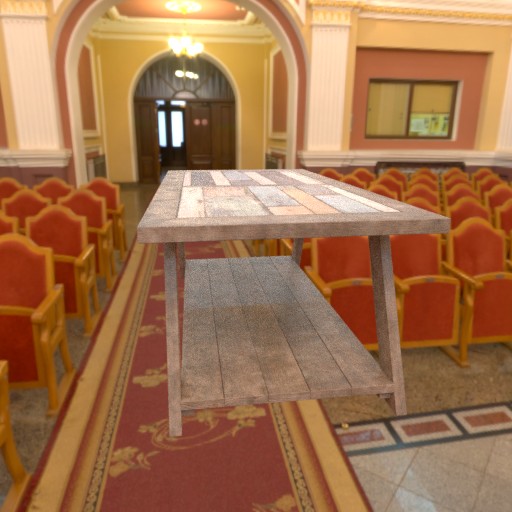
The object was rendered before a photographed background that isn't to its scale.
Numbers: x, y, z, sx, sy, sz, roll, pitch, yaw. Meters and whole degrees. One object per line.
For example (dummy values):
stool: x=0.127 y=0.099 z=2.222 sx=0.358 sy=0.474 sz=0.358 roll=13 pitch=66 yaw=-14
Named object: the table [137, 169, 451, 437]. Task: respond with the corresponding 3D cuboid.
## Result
table: x=0.000 y=0.000 z=1.484 sx=0.610 sy=0.470 sz=1.219 roll=-2 pitch=16 yaw=-8
